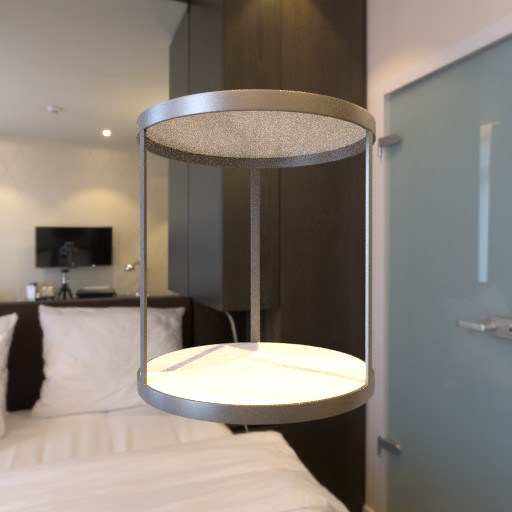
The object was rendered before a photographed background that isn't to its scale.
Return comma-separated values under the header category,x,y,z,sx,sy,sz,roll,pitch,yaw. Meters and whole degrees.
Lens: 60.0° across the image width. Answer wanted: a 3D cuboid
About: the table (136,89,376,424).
category,x,y,z,sx,sy,sz,roll,pitch,yaw
table,0.000,0.000,0.854,0.445,0.479,0.445,0,1,0
